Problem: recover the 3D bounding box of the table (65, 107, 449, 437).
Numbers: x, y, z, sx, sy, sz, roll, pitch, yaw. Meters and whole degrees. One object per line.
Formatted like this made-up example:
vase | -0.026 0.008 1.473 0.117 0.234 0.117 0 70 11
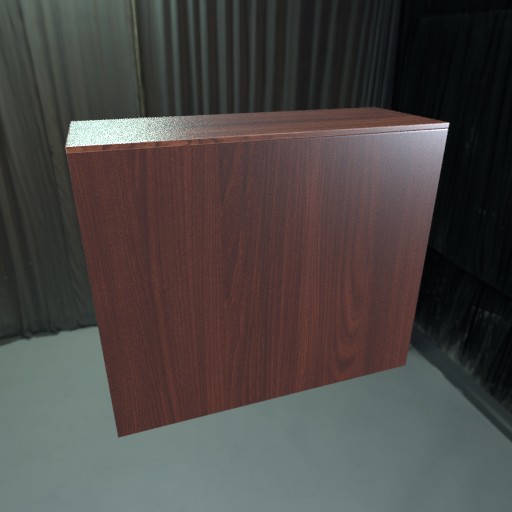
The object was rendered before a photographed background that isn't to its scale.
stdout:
table | 0.000 0.000 1.342 0.930 0.790 0.380 -8 27 -17
